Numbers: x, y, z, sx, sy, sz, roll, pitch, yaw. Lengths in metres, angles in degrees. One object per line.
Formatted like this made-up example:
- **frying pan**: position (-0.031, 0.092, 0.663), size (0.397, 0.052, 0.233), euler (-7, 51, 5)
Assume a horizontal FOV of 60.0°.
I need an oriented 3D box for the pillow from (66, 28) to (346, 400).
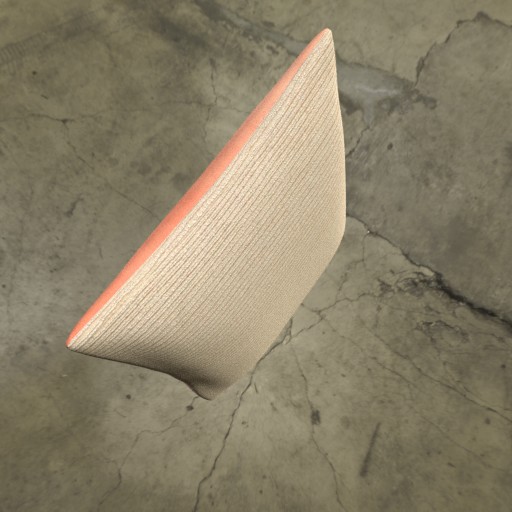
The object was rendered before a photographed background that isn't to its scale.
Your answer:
- **pillow**: position (0.000, 0.000, 0.622), size (0.177, 0.401, 0.424), euler (35, 78, 9)
